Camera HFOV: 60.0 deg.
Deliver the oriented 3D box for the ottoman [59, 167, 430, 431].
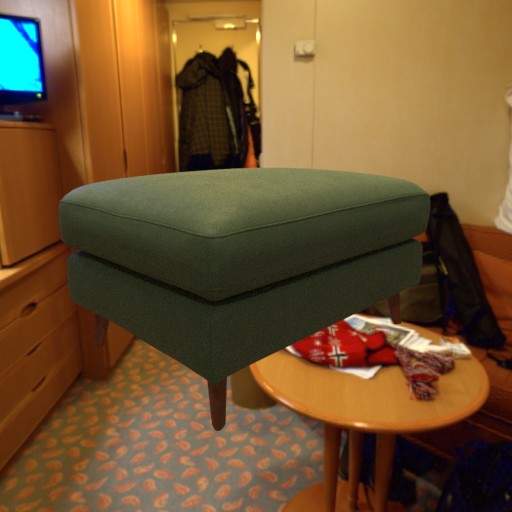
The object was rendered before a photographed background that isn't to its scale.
[{"bbox_3d":[0.000,0.000,1.172,0.608,0.449,0.811,14,20,43],"label":"ottoman"}]
